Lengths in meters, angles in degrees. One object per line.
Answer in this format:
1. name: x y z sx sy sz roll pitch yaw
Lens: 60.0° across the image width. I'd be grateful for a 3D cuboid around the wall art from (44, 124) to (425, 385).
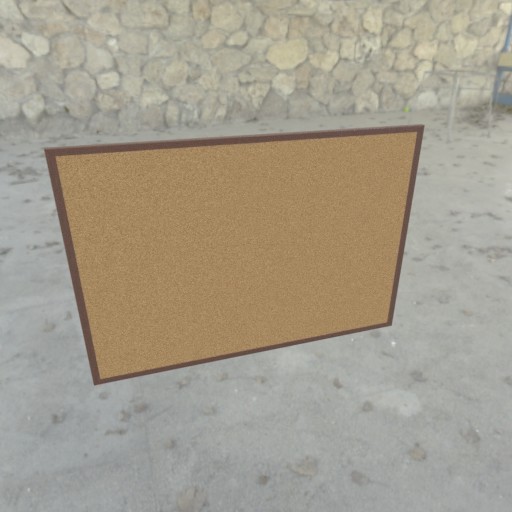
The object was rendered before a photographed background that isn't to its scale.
1. wall art: 0.000 0.000 0.848 0.660 0.455 0.014 -8 27 -16
